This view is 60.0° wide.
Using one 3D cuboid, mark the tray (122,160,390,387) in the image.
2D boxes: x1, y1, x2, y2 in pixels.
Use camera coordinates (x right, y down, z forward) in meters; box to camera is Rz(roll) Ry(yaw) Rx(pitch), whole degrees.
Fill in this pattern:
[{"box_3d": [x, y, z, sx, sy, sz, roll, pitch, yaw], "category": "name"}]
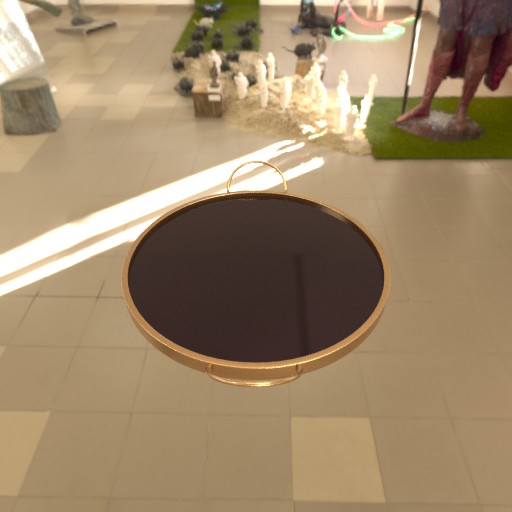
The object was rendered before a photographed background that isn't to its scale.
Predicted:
[{"box_3d": [0.000, 0.000, 0.737, 0.438, 0.069, 0.543, 0, 40, 0], "category": "tray"}]
